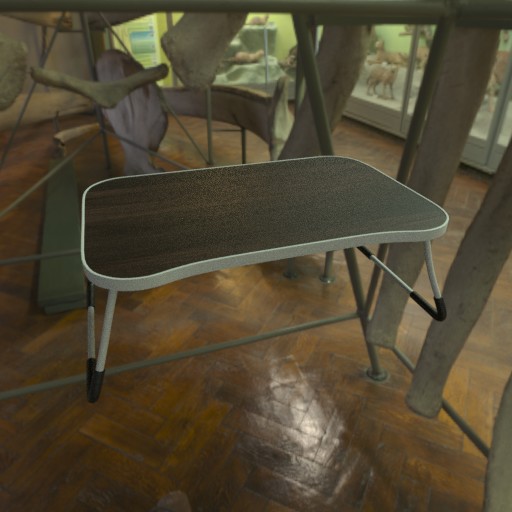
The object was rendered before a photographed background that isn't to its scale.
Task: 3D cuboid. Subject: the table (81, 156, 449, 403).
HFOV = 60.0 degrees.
[{"bbox_3d":[0.000,0.000,0.855,0.660,0.232,0.400,-9,31,-16],"label":"table"}]
